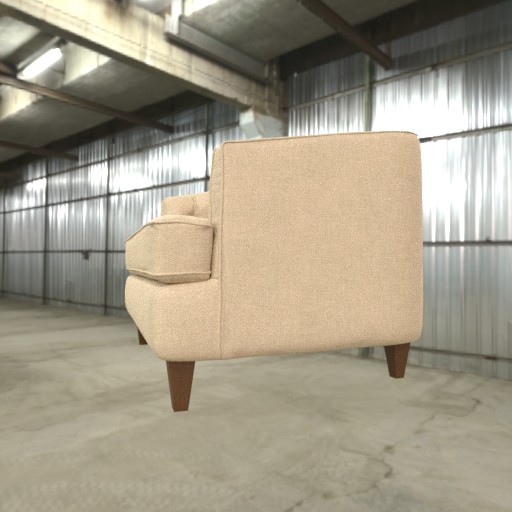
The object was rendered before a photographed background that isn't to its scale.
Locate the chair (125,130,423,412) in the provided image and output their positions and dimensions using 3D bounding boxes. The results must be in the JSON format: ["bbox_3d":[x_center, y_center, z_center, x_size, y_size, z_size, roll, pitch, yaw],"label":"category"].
[{"bbox_3d":[0.000,0.000,1.691,0.914,0.787,1.118,0,-1,-20],"label":"chair"}]
